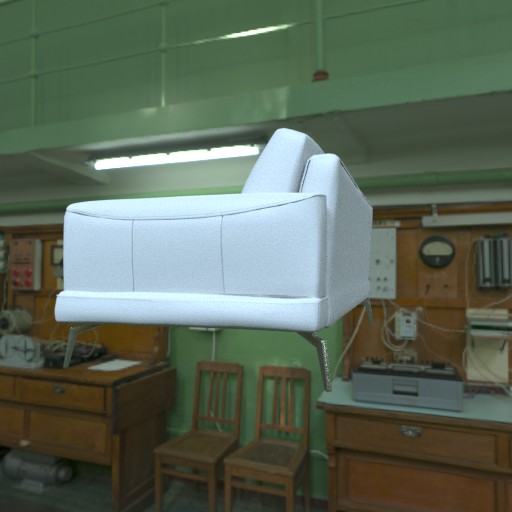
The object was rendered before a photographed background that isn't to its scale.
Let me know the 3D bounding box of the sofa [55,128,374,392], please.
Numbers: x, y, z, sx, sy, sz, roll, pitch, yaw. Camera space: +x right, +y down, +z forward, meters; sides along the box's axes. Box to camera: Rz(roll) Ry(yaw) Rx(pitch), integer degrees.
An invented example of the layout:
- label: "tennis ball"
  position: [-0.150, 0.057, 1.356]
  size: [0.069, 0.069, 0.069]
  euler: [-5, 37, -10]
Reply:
- label: "sofa"
  position: [0.000, 0.000, 2.409]
  size: [1.121, 0.930, 1.819]
  euler: [0, -1, 19]
